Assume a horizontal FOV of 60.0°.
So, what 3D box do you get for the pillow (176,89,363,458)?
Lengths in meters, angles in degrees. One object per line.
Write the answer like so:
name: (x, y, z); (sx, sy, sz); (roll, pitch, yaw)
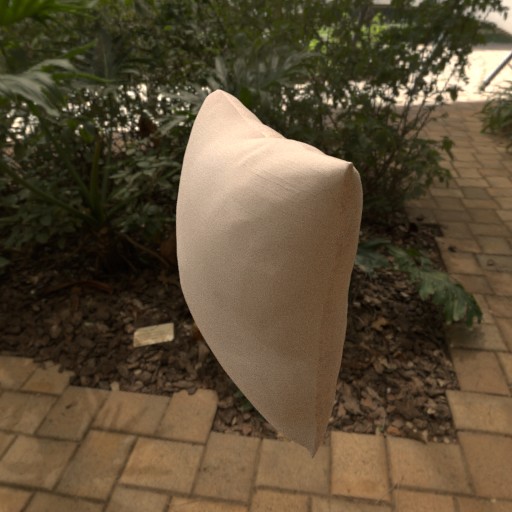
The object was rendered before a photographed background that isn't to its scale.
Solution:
pillow: (0.000, 0.000, 0.721); (0.245, 0.448, 0.450); (-10, 31, -17)
